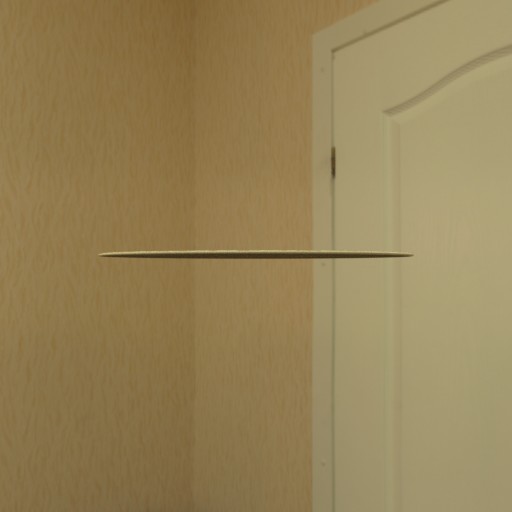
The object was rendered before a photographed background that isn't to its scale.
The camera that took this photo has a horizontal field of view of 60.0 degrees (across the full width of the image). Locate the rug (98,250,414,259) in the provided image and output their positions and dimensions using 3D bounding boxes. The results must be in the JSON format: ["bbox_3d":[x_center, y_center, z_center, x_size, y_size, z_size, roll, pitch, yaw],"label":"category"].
[{"bbox_3d":[0.000,0.000,2.373,1.593,0.012,1.593,0,-1,0],"label":"rug"}]
